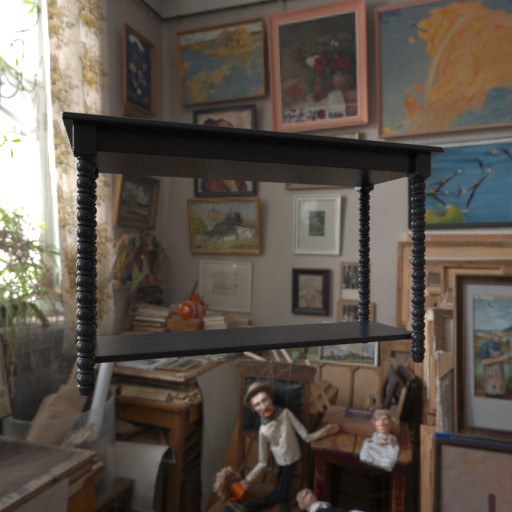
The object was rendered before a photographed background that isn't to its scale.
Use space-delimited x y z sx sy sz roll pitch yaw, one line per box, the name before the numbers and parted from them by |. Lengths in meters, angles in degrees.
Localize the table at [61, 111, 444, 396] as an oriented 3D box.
table | 0.000 0.000 1.515 1.184 0.735 0.459 0 1 -19
